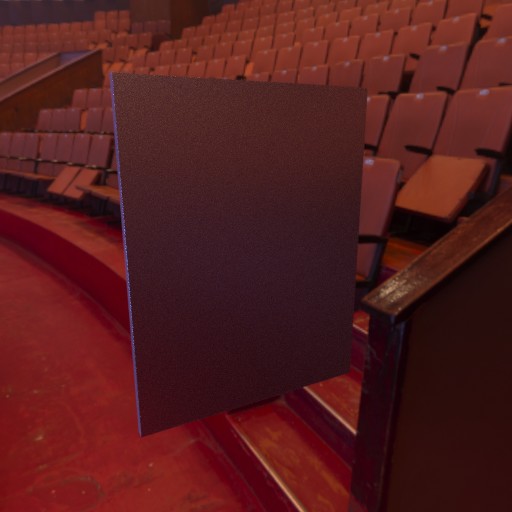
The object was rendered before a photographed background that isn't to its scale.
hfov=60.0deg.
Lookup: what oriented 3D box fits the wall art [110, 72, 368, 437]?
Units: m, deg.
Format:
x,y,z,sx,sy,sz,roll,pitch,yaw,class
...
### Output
x,y,z,sx,sy,sz,roll,pitch,yaw,class
0.000,0.000,1.422,0.816,1.046,0.030,-8,17,-27,wall art
